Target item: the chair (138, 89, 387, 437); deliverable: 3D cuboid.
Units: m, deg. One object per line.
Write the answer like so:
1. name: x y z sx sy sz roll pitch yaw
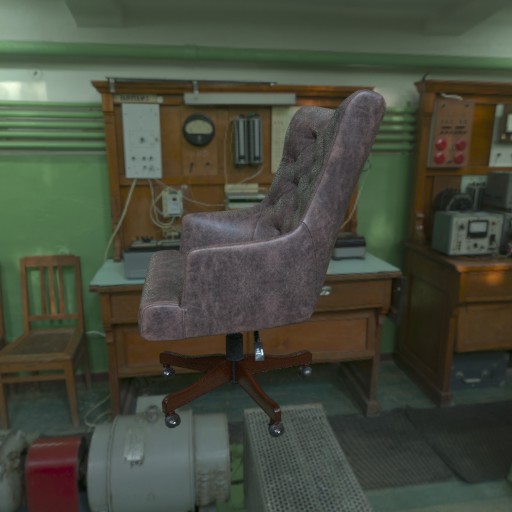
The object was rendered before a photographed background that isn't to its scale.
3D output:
1. chair: 0.000 0.000 1.531 0.762 1.035 0.641 -2 14 -10
